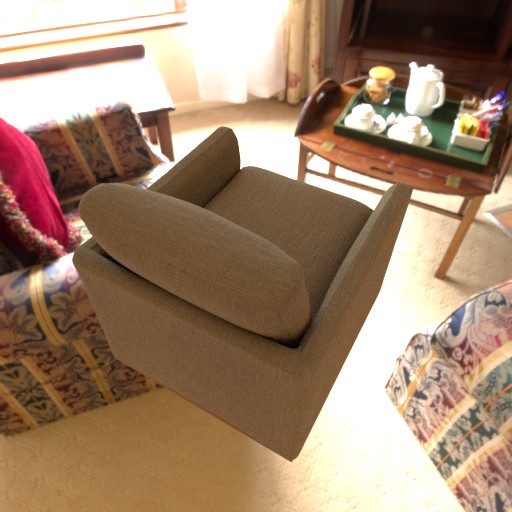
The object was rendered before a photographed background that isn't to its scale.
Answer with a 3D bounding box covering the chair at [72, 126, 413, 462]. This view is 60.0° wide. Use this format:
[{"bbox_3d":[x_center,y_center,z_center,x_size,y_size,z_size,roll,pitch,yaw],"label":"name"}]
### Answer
[{"bbox_3d":[0.000,0.000,1.486,0.763,0.811,0.834,23,51,20],"label":"chair"}]
